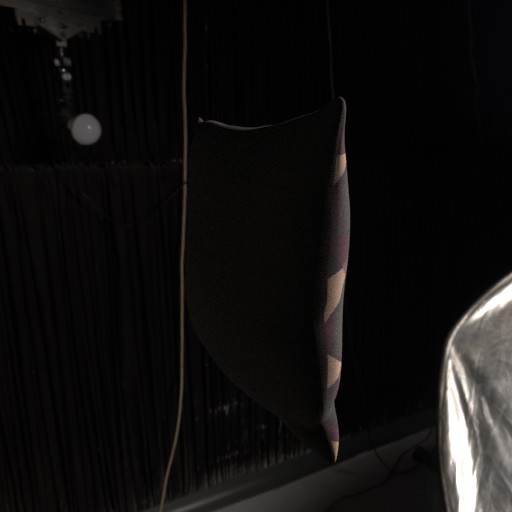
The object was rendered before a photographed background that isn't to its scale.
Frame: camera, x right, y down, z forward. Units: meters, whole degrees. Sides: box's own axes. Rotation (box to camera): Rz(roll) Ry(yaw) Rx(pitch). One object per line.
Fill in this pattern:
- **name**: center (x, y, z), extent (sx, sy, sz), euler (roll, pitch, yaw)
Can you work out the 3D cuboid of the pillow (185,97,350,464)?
- **pillow**: center (0.000, 0.000, 0.781), extent (0.208, 0.496, 0.503), euler (-8, 17, -26)
